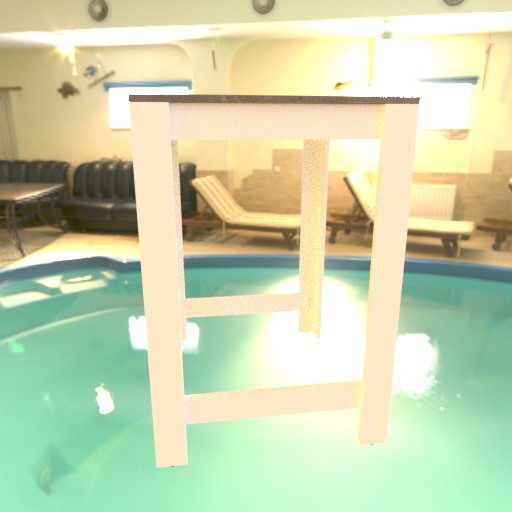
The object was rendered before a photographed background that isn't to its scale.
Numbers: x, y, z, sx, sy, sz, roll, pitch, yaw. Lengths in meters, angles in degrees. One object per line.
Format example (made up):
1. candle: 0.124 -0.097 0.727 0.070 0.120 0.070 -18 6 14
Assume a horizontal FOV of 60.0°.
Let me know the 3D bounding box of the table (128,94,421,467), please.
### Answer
1. table: 0.000 0.000 1.564 0.700 1.020 0.800 -2 17 -8
